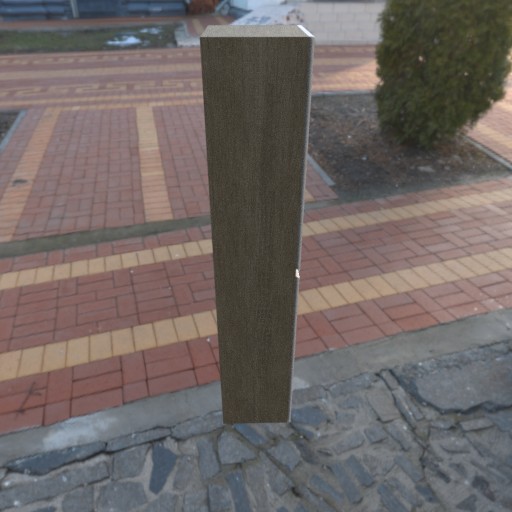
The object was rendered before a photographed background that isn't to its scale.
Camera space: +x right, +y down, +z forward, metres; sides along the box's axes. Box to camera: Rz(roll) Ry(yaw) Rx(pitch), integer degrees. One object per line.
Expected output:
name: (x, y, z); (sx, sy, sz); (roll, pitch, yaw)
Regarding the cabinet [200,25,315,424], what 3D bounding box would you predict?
cabinet: (0.000, 0.000, 1.537); (0.270, 1.400, 0.300); (-1, 32, -1)
